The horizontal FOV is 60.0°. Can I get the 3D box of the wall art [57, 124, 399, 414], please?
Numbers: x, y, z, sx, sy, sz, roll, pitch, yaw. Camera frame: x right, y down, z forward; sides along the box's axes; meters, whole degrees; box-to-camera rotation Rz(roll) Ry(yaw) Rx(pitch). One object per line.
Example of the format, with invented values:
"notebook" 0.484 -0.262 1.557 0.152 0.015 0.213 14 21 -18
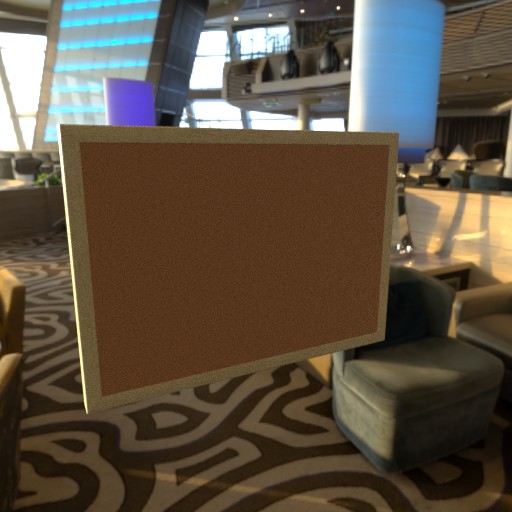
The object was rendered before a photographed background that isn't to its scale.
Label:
"wall art" 0.000 0.000 0.693 0.533 0.381 0.032 -7 15 -26
